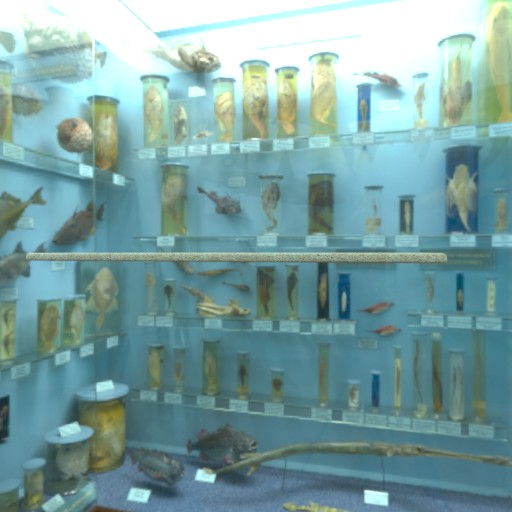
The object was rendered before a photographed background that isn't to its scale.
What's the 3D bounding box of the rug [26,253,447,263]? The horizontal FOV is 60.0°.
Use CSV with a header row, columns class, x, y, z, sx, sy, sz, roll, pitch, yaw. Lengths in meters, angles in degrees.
class,x,y,z,sx,sy,sz,roll,pitch,yaw
rug,0.000,0.000,3.391,2.528,0.048,2.009,0,0,18
